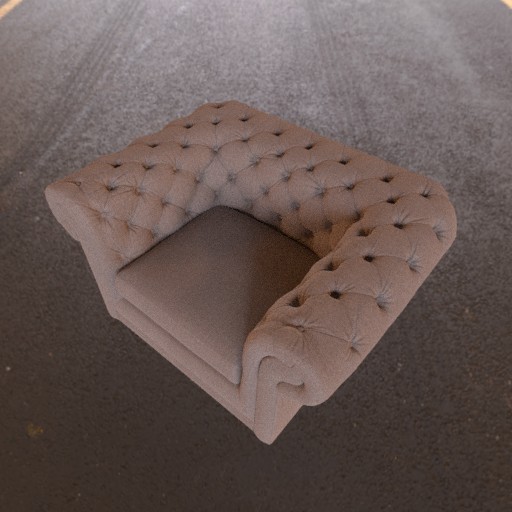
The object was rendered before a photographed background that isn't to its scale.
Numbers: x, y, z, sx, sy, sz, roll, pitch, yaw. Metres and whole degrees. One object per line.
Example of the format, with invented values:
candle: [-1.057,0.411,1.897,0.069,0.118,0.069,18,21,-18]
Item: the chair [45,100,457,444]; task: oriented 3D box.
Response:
chair: [0.000,0.000,1.829,1.270,0.770,0.976,31,53,27]
